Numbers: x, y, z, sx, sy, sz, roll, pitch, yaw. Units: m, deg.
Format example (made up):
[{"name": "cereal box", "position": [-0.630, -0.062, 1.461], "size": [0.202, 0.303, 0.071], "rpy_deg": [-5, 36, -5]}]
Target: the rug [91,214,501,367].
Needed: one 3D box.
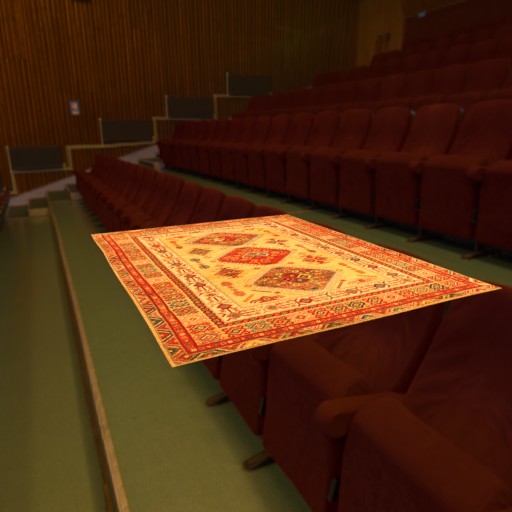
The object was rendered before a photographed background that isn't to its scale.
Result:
[{"name": "rug", "position": [0.000, 0.000, 4.001], "size": [2.460, 0.005, 3.067], "rpy_deg": [-8, 18, -25]}]
